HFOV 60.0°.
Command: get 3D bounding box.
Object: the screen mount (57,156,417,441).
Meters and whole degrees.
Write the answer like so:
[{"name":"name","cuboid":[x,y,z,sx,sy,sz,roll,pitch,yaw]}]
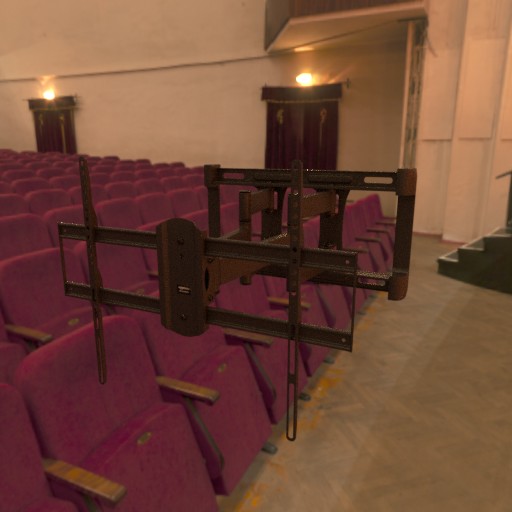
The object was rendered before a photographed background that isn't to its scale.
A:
[{"name":"screen mount","cuboid":[0.000,0.000,1.104,0.661,0.491,0.644,7,15,25]}]
